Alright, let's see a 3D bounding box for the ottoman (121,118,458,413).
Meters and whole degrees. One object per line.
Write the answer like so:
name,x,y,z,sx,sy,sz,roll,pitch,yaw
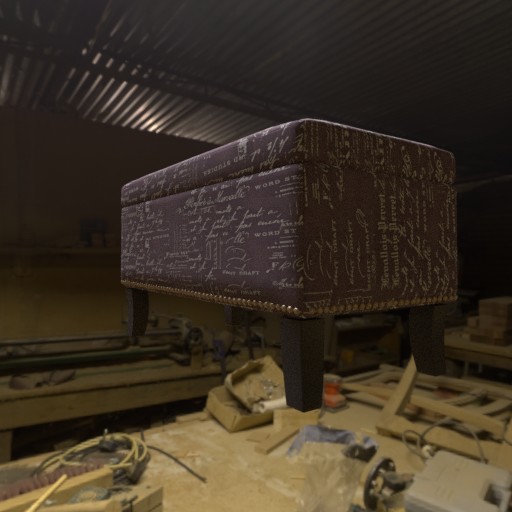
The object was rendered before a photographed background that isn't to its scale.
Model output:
ottoman,0.000,0.000,1.069,0.406,0.457,0.813,0,0,-35
